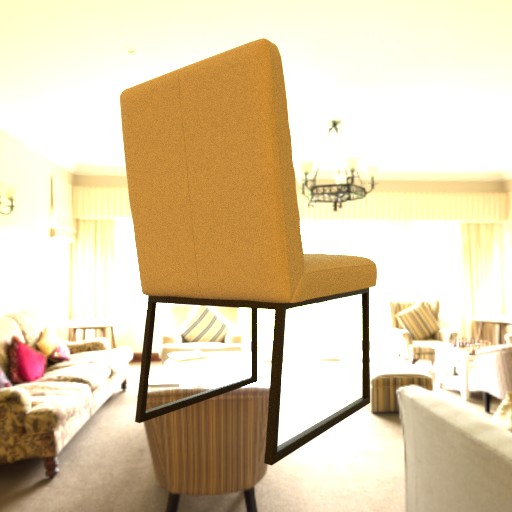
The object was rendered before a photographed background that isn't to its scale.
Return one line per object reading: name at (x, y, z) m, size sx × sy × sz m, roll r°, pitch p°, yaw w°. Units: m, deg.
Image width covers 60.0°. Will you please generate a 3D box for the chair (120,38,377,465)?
chair at (0.000, 0.000, 1.317) m, size 0.520 × 0.930 × 0.634 m, roll -1°, pitch -2°, yaw 36°
